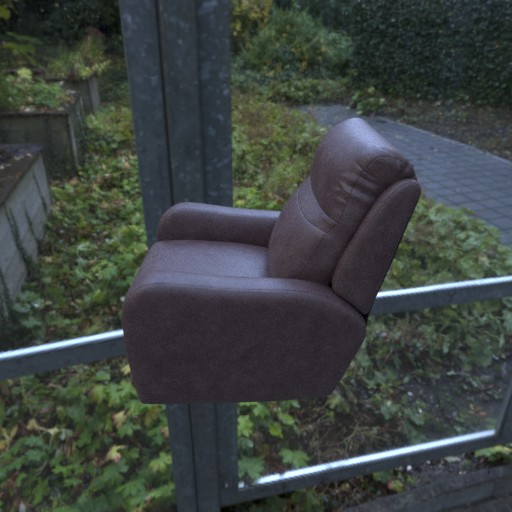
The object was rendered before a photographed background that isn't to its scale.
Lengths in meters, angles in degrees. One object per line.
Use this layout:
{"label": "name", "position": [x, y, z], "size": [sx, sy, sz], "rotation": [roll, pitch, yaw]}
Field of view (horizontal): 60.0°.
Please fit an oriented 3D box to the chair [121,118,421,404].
{"label": "chair", "position": [0.000, 0.000, 1.905], "size": [1.067, 1.067, 0.865], "rotation": [0, 27, -1]}
